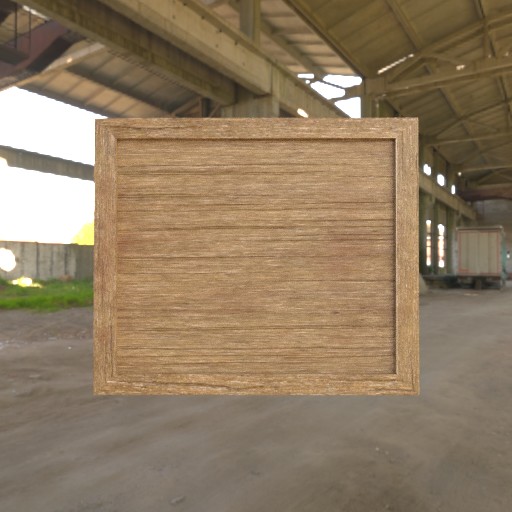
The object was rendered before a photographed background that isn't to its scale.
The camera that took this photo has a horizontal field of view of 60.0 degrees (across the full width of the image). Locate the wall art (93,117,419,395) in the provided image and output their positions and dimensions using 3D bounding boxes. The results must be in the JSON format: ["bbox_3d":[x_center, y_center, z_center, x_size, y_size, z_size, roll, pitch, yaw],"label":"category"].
[{"bbox_3d":[0.000,0.000,0.953,0.690,0.588,0.026,0,-1,0],"label":"wall art"}]
